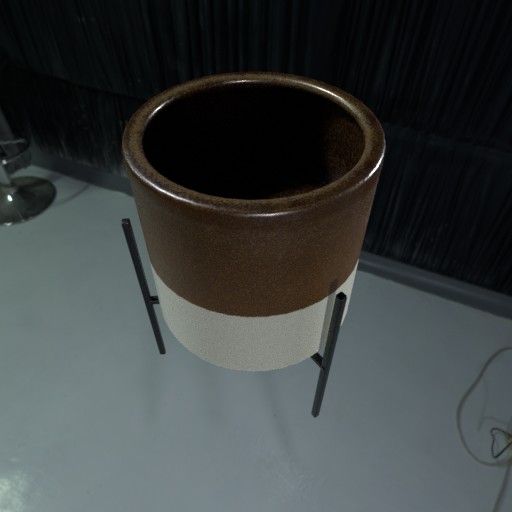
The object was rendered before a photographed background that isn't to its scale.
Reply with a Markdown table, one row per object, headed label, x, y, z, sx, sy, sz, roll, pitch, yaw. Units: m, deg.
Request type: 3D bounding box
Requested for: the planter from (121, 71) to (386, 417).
| label | x | y | z | sx | sy | sz | roll | pitch | yaw |
| --- | --- | --- | --- | --- | --- | --- | --- | --- | --- |
| planter | 0.000 | 0.000 | 0.561 | 0.255 | 0.375 | 0.269 | 17 | 49 | 15 |
